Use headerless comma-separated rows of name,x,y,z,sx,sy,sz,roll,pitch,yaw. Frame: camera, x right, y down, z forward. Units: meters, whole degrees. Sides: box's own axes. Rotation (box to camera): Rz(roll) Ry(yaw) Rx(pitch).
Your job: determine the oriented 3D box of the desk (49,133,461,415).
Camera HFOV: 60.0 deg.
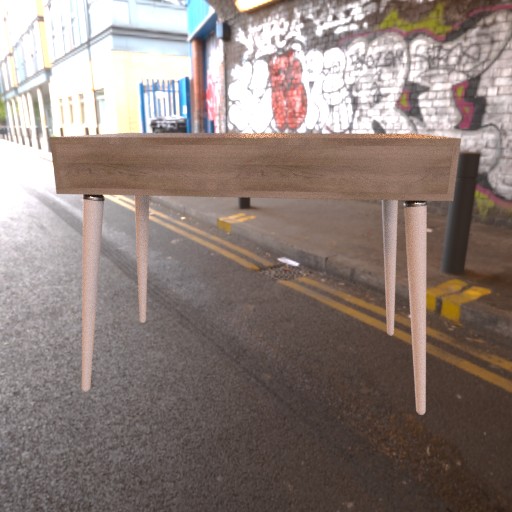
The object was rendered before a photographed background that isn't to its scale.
desk,0.000,0.000,1.373,0.979,0.723,0.491,2,17,6
